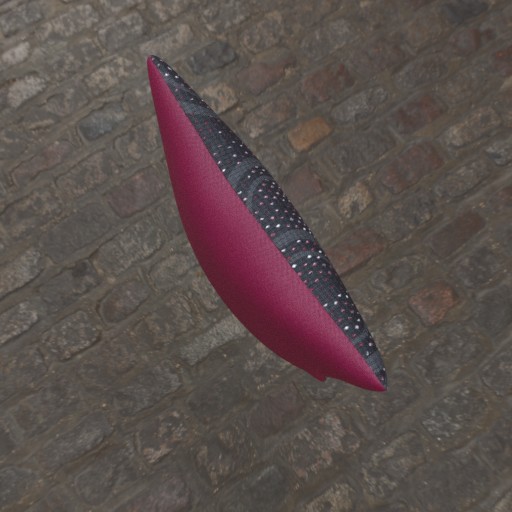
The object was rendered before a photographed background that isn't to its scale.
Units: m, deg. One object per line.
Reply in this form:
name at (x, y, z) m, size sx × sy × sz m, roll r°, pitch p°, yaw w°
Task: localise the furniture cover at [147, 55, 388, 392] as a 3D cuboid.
furniture cover at (0.000, 0.000, 0.815) m, size 0.193 × 0.509 × 0.552 m, roll -33°, pitch 78°, yaw -8°
